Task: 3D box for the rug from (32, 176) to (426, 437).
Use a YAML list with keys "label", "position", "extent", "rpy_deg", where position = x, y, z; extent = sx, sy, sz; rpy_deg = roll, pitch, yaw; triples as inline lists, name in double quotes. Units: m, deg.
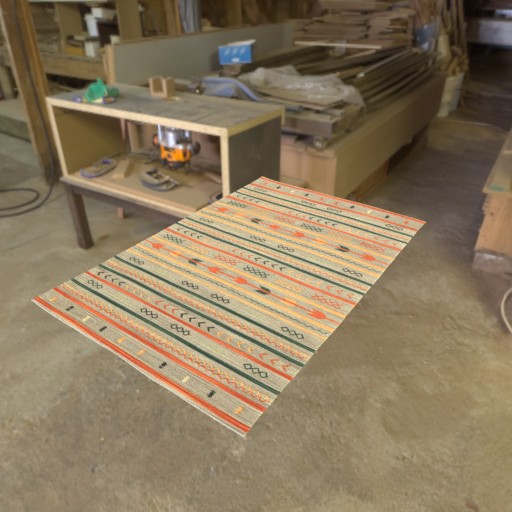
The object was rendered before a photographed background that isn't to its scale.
- label: "rug"
  position: [0.000, 0.000, 2.354]
  extent: [1.220, 0.017, 1.835]
  rpy_deg: [21, 38, 30]
